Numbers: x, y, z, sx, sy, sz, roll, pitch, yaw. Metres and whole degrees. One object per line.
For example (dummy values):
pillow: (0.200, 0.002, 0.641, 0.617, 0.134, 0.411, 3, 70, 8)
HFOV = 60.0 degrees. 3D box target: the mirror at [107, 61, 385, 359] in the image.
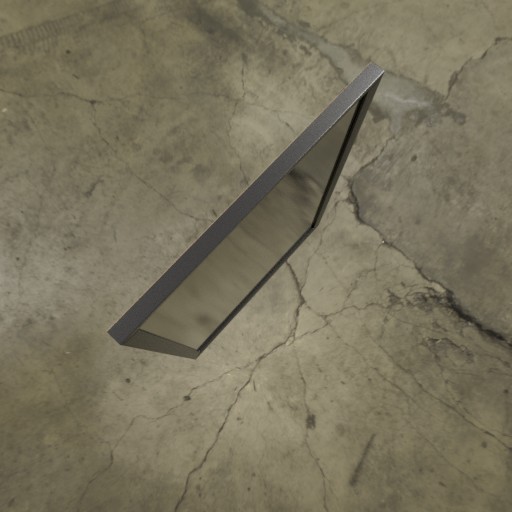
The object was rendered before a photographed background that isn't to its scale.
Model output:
mirror: (0.000, 0.000, 1.353, 0.040, 1.016, 0.762, 41, 79, 10)
